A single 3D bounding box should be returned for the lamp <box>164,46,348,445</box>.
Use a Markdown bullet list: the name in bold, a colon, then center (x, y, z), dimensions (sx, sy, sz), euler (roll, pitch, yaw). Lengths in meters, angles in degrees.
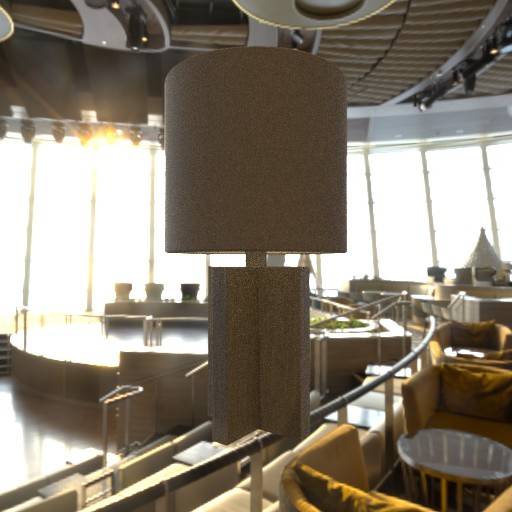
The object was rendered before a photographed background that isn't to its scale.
- **lamp**: center (0.000, 0.000, 0.564), dimensions (0.229, 0.428, 0.229), euler (-1, -1, 35)
